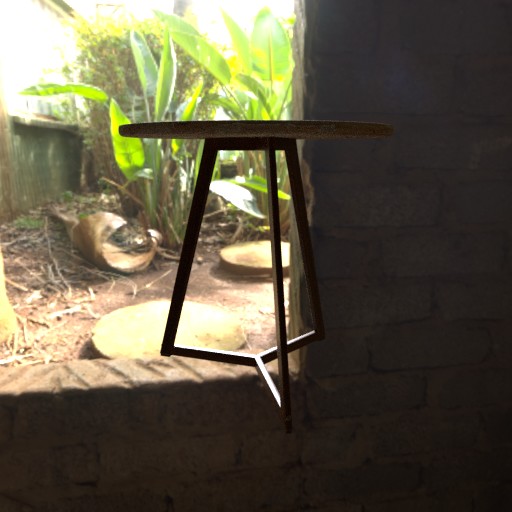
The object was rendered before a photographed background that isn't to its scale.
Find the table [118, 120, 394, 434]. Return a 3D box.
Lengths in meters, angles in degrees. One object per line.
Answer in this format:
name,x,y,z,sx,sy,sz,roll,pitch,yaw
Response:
table,0.000,0.000,0.898,0.500,0.500,0.500,0,14,0
